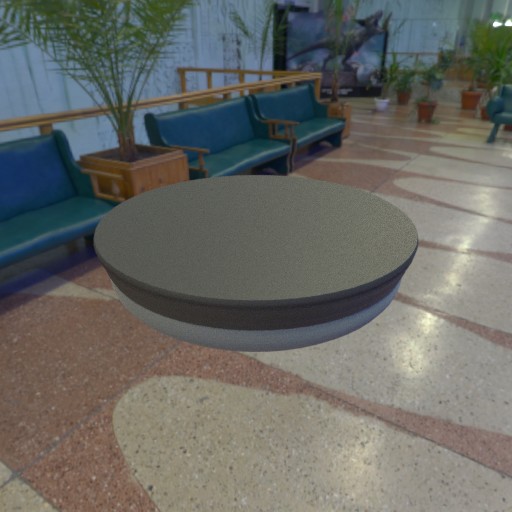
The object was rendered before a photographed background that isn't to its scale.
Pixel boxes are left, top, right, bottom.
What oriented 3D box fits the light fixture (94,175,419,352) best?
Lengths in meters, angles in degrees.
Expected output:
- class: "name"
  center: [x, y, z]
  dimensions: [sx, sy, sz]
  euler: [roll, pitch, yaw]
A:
- class: "light fixture"
  center: [0.000, 0.000, 0.548]
  dimensions: [0.368, 0.100, 0.368]
  euler: [0, 26, 0]
